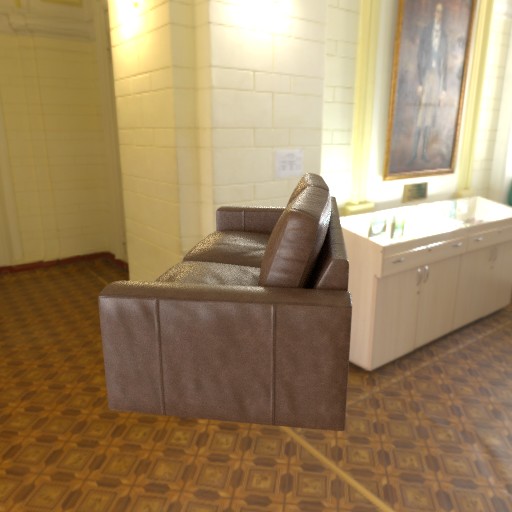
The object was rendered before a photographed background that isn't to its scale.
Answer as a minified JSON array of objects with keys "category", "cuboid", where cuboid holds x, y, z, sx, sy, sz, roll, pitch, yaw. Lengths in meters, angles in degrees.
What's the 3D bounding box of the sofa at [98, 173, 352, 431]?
[{"category":"sofa","cuboid":[0.000,0.000,2.720,1.016,0.873,2.179,2,15,8]}]
